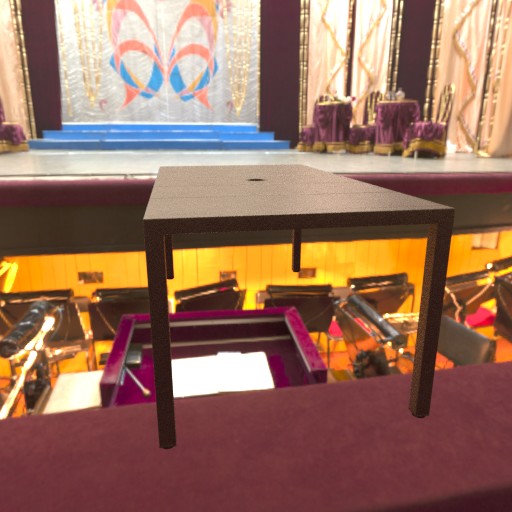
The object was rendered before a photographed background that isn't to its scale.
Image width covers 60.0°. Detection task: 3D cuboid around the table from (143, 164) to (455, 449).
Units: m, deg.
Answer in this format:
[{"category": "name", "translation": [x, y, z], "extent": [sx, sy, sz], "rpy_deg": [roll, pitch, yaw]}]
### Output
[{"category": "table", "translation": [0.000, 0.000, 2.146], "extent": [0.914, 0.735, 1.680], "rpy_deg": [-3, 16, -10]}]
